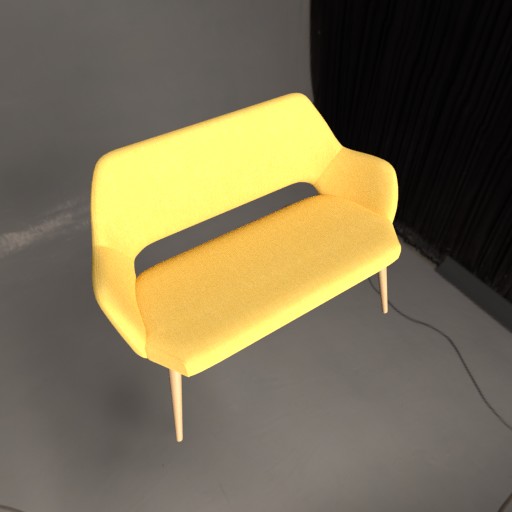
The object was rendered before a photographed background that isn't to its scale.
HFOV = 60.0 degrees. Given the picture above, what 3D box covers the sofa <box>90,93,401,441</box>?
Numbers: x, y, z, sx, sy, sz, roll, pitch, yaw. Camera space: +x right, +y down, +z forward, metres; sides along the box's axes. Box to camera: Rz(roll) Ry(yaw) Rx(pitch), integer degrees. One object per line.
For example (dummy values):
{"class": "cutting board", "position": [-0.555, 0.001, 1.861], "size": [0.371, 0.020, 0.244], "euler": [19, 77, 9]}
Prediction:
{"class": "sofa", "position": [0.000, 0.000, 1.640], "size": [1.150, 0.840, 0.610], "euler": [-26, 51, -23]}
